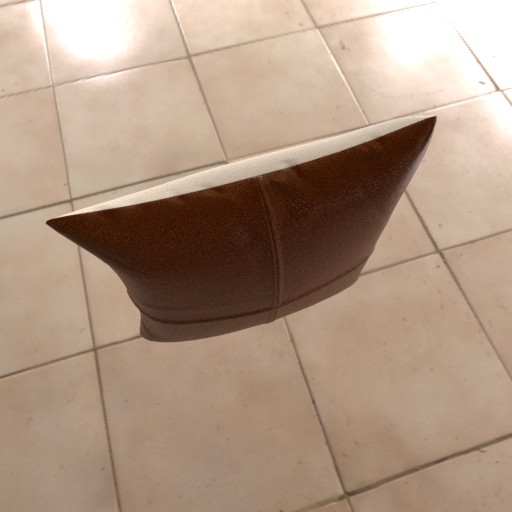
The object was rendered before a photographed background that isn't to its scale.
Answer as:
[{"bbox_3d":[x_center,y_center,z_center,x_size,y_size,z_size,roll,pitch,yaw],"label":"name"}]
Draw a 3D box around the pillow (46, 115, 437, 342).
[{"bbox_3d":[0.000,0.000,0.747,0.501,0.477,0.192,-17,65,-8],"label":"pillow"}]
